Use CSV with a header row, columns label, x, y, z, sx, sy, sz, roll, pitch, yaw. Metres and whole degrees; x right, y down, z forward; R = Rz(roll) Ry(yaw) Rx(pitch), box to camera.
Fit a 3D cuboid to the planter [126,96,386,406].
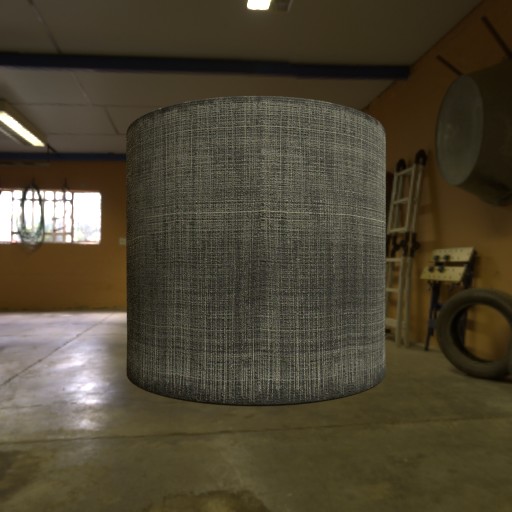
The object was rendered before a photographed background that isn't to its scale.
label,x,y,z,sx,sy,sz,roll,pitch,yaw
planter,0.000,0.000,0.392,0.221,0.201,0.221,0,-1,0
